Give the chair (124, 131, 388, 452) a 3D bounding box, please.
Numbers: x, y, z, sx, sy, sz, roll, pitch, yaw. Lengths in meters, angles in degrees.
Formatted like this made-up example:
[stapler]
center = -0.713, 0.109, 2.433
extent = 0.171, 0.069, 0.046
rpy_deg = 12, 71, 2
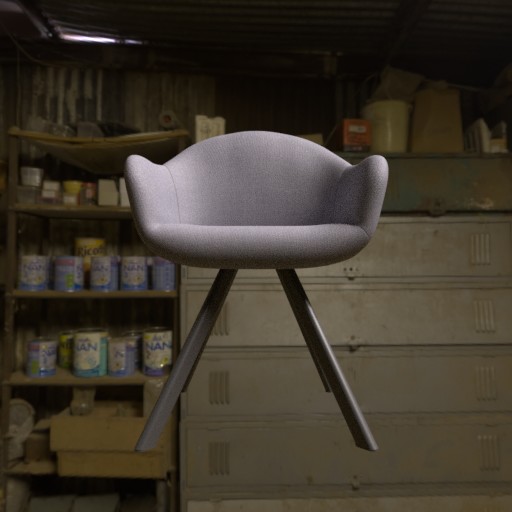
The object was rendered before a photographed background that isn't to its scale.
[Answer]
[chair]
center = 0.000, 0.000, 1.170
extent = 0.590, 0.795, 0.550
rpy_deg = 0, -1, 0
